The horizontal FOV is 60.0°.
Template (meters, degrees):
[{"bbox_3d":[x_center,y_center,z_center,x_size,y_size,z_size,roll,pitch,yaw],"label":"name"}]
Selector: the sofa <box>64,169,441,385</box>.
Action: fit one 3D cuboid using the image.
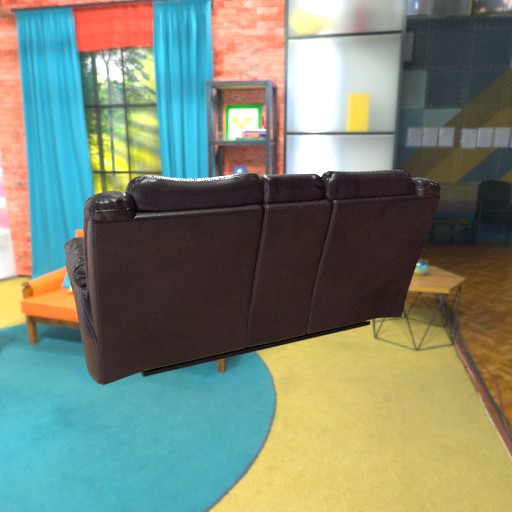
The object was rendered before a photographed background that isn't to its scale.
[{"bbox_3d":[0.000,0.000,2.655,2.058,1.043,0.991,-7,16,-26],"label":"sofa"}]
